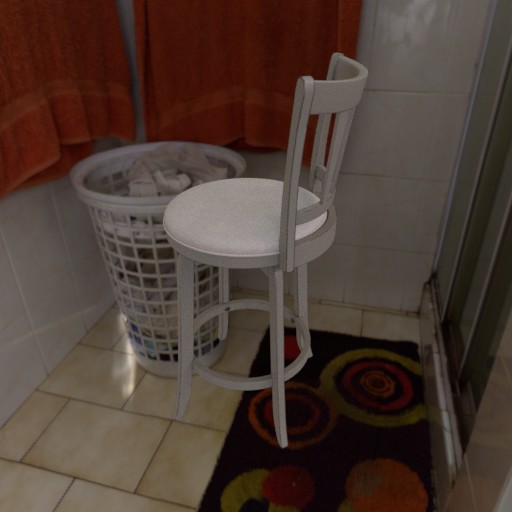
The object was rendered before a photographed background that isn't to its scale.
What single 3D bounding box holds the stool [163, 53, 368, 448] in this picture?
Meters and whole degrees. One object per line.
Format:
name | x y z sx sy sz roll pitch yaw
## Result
stool | 0.000 0.000 1.224 0.486 0.994 0.450 9 31 15
